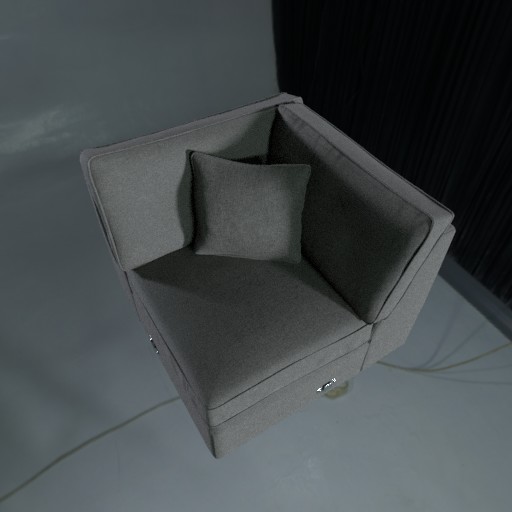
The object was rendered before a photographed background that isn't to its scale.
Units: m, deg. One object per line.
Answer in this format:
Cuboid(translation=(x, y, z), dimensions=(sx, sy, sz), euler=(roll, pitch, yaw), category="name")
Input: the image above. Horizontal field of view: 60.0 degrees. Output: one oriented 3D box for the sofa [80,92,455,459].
Cuboid(translation=(0.000, 0.000, 1.958), dimensions=(1.084, 1.002, 1.146), euler=(-25, 51, -21), category="sofa")
